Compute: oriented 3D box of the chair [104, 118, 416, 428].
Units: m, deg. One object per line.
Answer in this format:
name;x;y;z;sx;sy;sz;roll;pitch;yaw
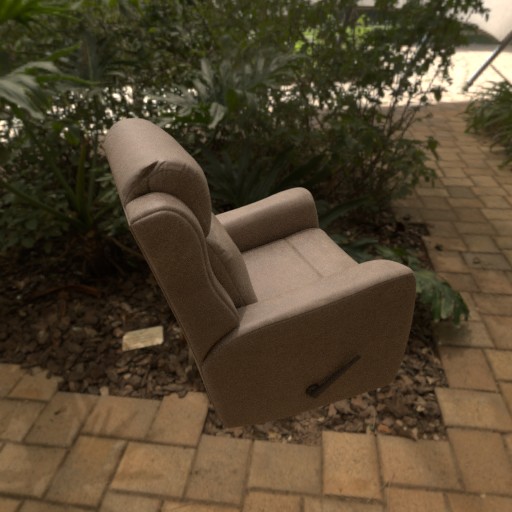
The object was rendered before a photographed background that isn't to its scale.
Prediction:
chair;0.000;0.000;1.913;1.068;1.116;0.967;-11;32;-18
